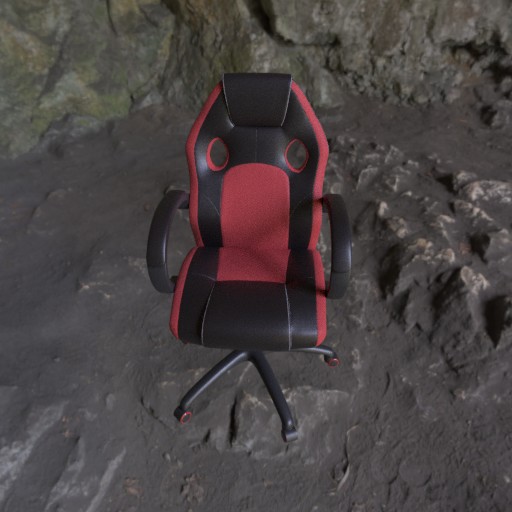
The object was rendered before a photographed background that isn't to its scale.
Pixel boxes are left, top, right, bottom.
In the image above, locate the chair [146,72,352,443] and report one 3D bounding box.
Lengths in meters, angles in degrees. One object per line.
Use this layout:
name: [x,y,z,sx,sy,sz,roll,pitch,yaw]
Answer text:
chair: [0.000,0.000,1.684,0.750,1.189,0.783,2,32,3]
